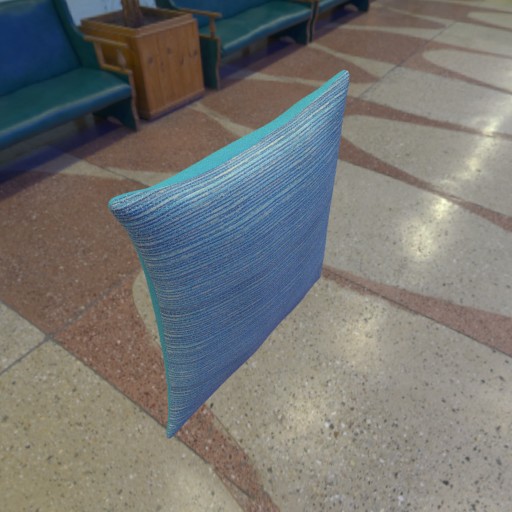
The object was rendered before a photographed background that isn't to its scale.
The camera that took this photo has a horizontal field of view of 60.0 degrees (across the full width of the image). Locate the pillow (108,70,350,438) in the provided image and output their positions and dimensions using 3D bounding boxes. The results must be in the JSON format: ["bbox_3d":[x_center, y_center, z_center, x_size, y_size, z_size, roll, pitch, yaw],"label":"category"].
[{"bbox_3d":[0.000,0.000,0.765,0.150,0.497,0.514,26,48,27],"label":"pillow"}]
